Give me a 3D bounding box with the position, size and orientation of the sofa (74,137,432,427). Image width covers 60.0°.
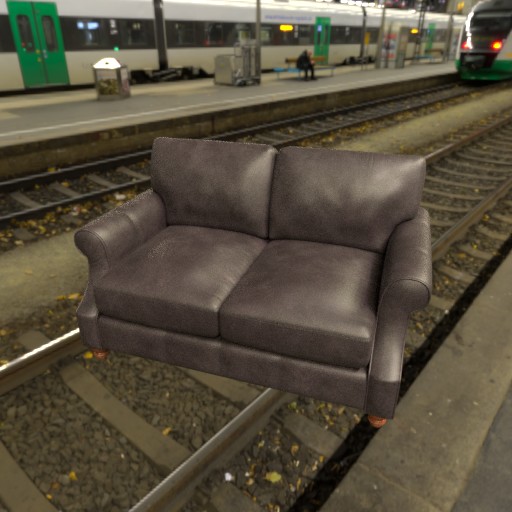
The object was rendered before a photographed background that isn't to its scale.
[{"bbox_3d":[0.000,0.000,2.278,1.663,0.979,1.030,9,27,17],"label":"sofa"}]
